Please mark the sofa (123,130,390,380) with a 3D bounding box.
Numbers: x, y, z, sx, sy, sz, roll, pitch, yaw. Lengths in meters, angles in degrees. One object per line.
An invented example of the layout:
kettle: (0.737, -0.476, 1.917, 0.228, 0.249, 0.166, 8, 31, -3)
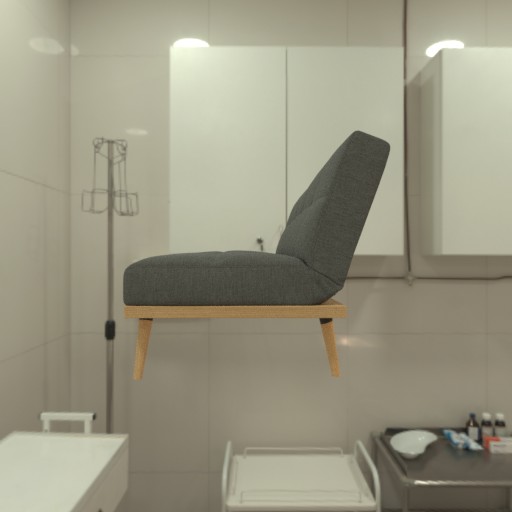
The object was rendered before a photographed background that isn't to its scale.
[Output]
sofa: (0.000, 0.000, 2.223, 0.820, 0.770, 1.820, 0, 0, 0)
